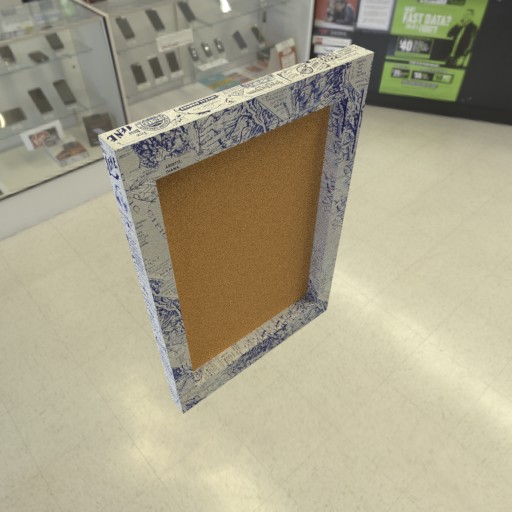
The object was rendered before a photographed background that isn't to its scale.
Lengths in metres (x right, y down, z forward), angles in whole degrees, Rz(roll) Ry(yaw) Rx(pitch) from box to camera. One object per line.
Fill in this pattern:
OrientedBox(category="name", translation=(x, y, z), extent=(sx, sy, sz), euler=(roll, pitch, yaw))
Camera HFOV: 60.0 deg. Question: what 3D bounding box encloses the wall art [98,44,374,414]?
OrientedBox(category="wall art", translation=(0.000, 0.000, 0.769), extent=(0.408, 0.601, 0.040), euler=(-30, 53, -27))
